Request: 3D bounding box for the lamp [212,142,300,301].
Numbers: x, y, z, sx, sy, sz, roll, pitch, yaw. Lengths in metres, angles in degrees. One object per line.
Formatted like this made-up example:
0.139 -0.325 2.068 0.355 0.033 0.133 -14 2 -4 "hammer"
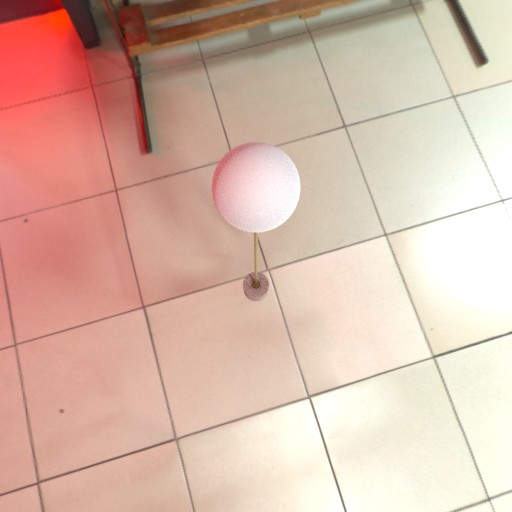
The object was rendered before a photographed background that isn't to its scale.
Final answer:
0.000 0.000 1.879 0.229 1.748 0.229 16 77 4 "lamp"
